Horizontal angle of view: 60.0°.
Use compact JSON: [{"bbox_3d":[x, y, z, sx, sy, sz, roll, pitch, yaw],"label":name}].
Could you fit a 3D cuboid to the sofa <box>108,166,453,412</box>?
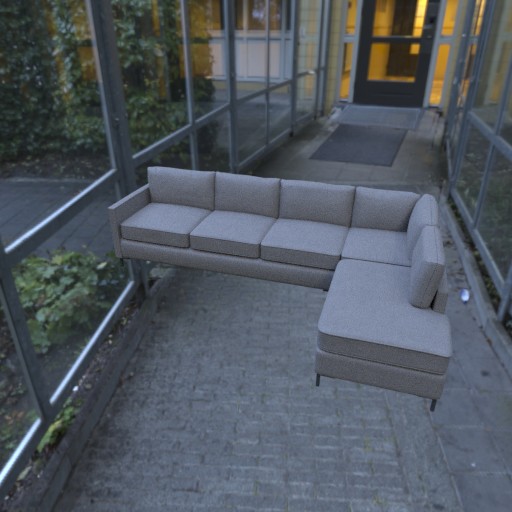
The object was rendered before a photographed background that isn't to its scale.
[{"bbox_3d":[0.000,0.000,4.183,3.331,0.964,2.077,8,29,16],"label":"sofa"}]
